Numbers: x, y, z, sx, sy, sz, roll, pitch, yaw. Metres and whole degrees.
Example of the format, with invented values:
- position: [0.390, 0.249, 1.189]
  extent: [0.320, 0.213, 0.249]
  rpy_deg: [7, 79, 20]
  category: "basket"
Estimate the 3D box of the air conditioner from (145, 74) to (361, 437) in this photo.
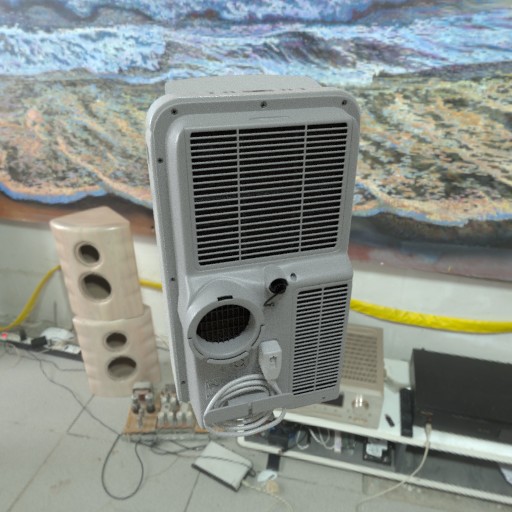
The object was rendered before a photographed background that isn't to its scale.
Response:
- position: [0.000, 0.000, 1.073]
  extent: [0.449, 0.786, 0.414]
  rpy_deg: [-8, 29, -14]
  category: "air conditioner"
